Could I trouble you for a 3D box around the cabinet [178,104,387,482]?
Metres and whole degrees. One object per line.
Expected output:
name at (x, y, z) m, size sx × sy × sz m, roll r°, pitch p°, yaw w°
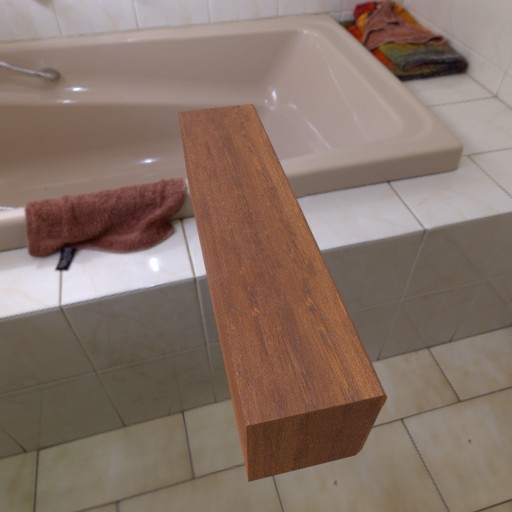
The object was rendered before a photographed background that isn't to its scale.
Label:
cabinet at (0.000, 0.000, 1.866) m, size 0.419 × 0.510 × 1.600 m, roll -10°, pitch 47°, yaw -9°
